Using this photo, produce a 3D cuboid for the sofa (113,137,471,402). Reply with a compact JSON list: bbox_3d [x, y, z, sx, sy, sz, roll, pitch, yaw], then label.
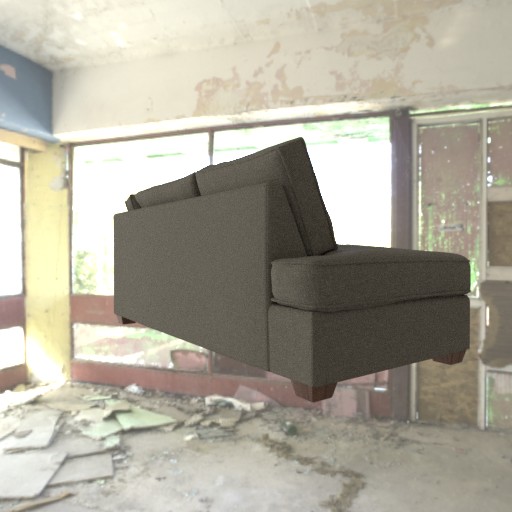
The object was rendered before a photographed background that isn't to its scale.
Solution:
[{"bbox_3d":[0.000,0.000,2.760,1.110,1.033,2.237,-1,1,-35],"label":"sofa"}]
